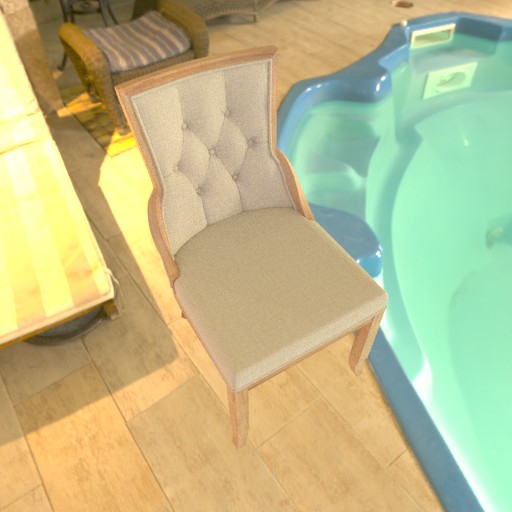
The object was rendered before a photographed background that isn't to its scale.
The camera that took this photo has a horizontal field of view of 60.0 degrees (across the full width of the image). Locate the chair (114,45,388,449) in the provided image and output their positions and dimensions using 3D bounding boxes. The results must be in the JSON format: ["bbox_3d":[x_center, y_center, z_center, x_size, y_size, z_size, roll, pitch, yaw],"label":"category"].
[{"bbox_3d":[0.000,0.000,1.335,0.524,0.947,0.641,-24,53,-20],"label":"chair"}]
